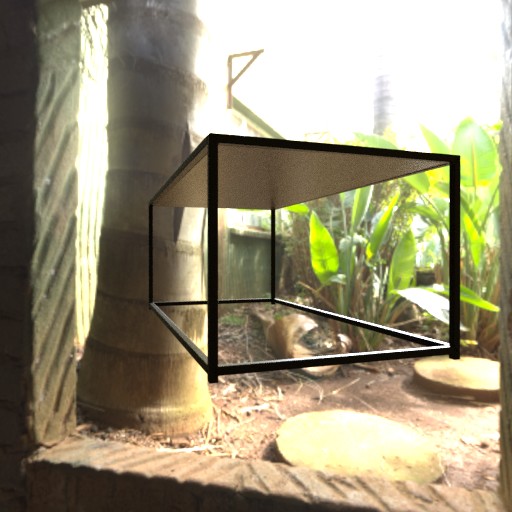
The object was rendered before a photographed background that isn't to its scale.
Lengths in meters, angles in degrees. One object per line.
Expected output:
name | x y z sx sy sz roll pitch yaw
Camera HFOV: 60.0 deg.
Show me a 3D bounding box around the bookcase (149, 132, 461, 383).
bookcase | 0.000 0.000 1.255 0.500 0.400 1.000 0 0 -19
